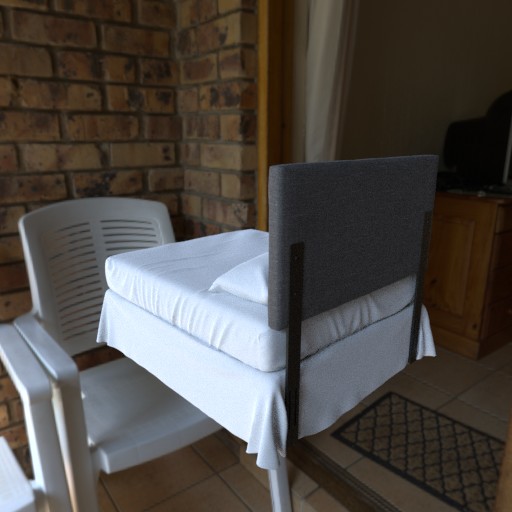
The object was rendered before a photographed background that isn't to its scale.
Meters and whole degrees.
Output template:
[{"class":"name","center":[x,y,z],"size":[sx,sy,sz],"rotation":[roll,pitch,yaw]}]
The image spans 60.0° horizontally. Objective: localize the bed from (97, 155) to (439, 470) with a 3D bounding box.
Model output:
[{"class":"bed","center":[0.000,0.000,3.496],"size":[1.936,1.577,2.222],"rotation":[-14,21,-41]}]
